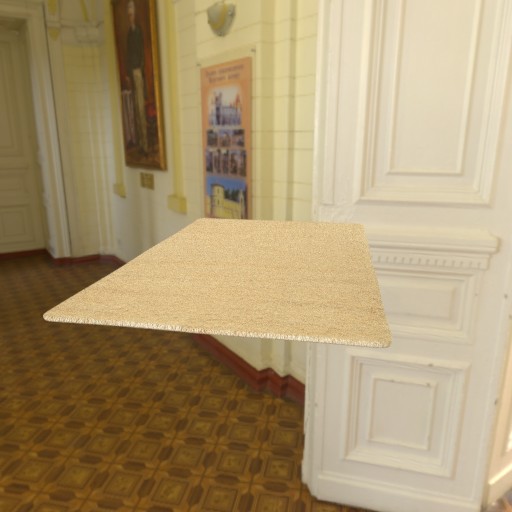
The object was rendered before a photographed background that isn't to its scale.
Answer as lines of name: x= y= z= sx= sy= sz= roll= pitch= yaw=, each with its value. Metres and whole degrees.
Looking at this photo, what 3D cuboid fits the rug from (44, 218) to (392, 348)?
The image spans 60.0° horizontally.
rug: x=0.000 y=0.000 z=2.933 sx=1.500 sy=0.026 sz=2.349 roll=3 pitch=16 yaw=10
